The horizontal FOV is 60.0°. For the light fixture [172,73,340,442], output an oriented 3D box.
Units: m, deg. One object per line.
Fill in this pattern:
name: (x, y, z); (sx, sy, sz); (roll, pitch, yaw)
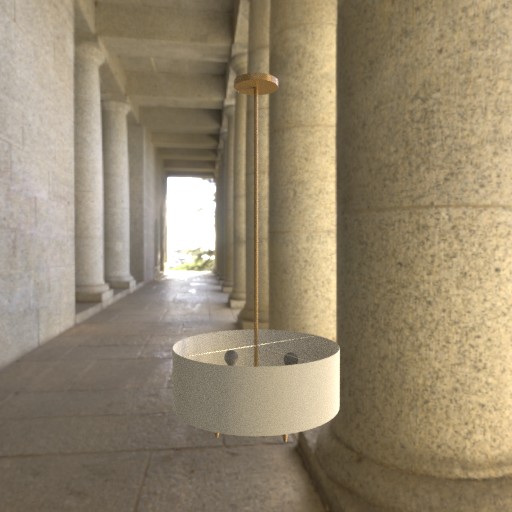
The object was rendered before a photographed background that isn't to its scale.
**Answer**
light fixture: (0.000, 0.000, 1.364); (0.508, 1.067, 0.508); (0, 1, 0)
